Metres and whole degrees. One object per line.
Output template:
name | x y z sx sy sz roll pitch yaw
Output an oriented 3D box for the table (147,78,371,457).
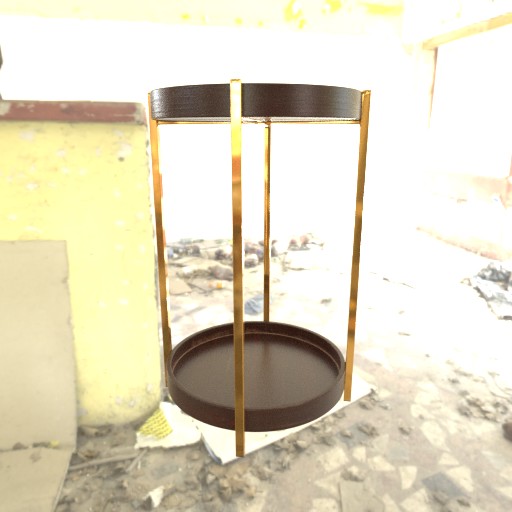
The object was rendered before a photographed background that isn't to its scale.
table | 0.000 0.000 0.873 0.400 0.610 0.400 2 16 8
